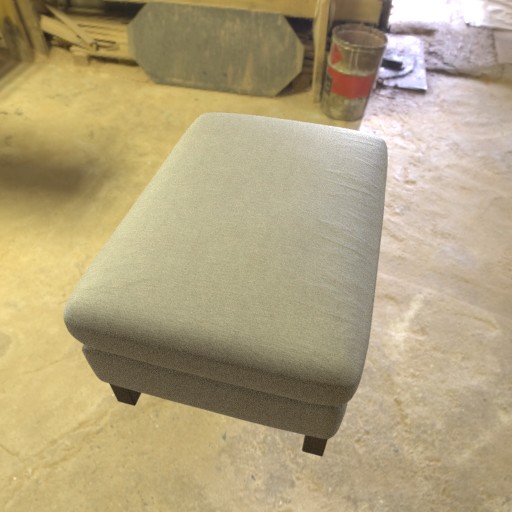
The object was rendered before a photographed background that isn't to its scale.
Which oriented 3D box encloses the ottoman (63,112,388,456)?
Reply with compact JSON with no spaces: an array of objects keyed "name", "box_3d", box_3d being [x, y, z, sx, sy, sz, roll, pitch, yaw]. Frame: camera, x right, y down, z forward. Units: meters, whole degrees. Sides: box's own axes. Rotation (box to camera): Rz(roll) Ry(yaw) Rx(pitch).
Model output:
[{"name":"ottoman","box_3d":[0.000,0.000,1.037,0.528,0.404,0.735,11,47,10]}]
